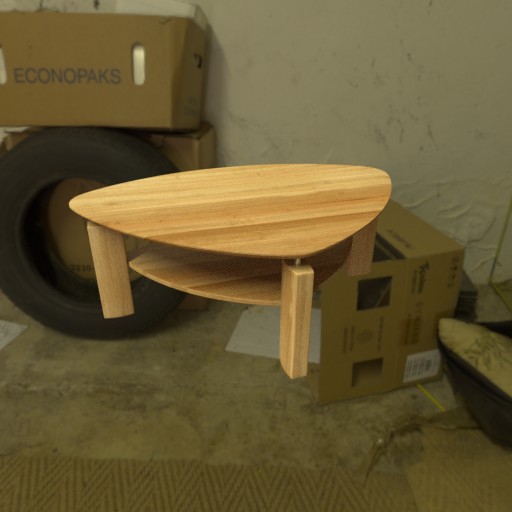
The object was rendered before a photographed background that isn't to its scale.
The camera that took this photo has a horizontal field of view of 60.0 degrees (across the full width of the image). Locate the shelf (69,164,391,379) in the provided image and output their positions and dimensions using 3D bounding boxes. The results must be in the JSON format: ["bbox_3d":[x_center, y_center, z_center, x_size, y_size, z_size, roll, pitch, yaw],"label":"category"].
[{"bbox_3d":[0.000,0.000,1.649,1.240,0.439,0.863,-9,28,-16],"label":"shelf"}]
